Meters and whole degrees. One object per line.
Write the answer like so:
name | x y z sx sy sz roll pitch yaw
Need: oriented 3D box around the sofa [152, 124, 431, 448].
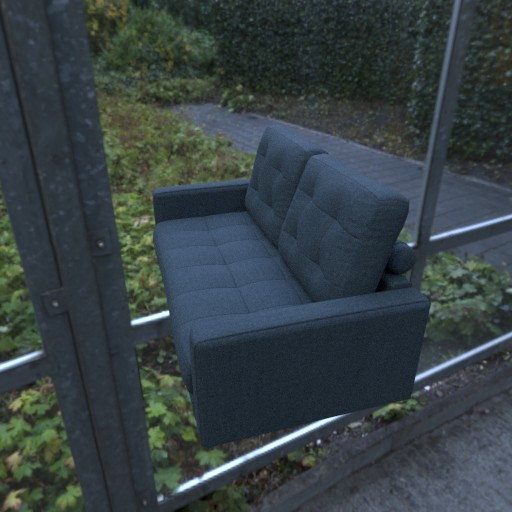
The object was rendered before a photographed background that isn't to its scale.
sofa | 0.000 0.000 1.981 0.842 0.907 1.407 -8 28 -15
